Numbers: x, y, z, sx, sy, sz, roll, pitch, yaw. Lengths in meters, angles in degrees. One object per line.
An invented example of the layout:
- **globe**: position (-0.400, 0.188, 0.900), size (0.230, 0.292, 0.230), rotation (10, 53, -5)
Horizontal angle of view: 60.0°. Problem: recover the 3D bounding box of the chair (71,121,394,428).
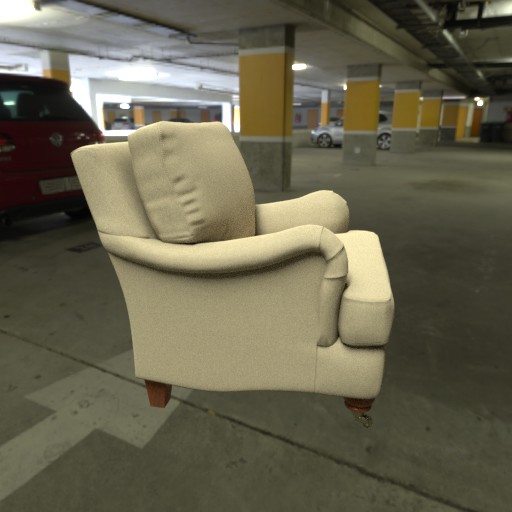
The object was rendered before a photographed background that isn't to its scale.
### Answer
- **chair**: position (0.000, 0.000, 1.853), size (1.078, 1.076, 0.895), rotation (3, 17, 11)
